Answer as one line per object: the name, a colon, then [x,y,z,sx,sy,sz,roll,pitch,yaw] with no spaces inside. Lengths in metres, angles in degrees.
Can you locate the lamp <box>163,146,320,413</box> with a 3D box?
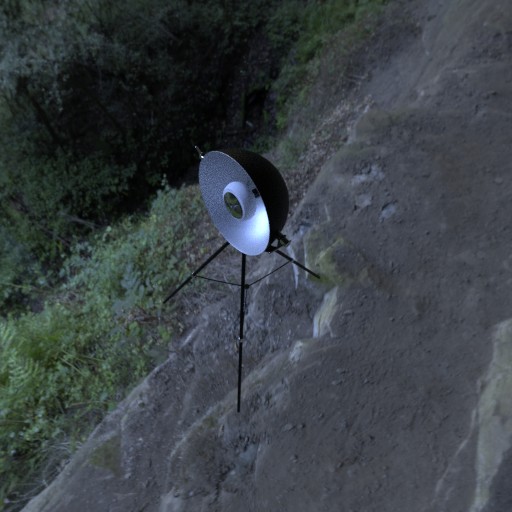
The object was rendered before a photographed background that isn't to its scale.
lamp: [0.000,0.000,2.075,0.920,1.512,0.817,-36,69,-16]
